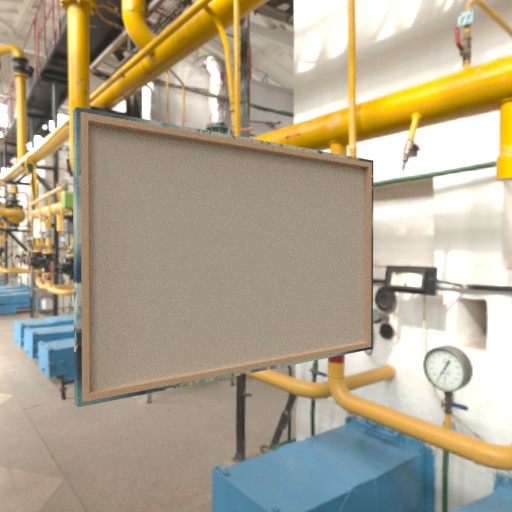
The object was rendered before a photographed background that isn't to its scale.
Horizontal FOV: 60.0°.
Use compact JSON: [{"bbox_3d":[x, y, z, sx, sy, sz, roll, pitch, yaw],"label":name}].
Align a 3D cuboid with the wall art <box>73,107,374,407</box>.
[{"bbox_3d":[0.000,0.000,1.465,1.138,0.759,0.035,-1,1,-36],"label":"wall art"}]
